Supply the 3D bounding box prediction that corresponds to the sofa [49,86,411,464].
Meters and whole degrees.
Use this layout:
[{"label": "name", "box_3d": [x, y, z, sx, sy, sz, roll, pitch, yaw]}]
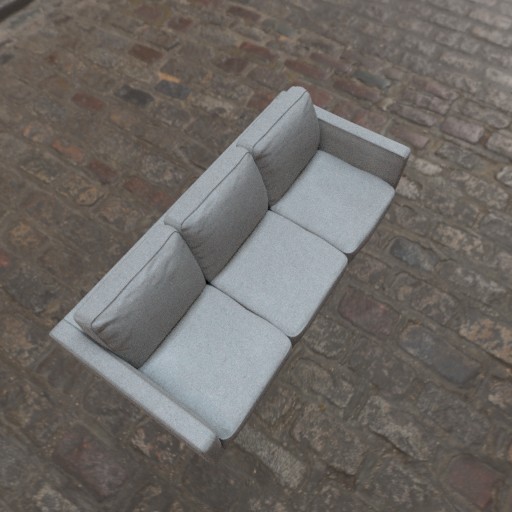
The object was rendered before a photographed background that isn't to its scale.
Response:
[{"label": "sofa", "box_3d": [0.000, 0.000, 2.504, 0.944, 0.918, 1.983, 31, 64, 16]}]
